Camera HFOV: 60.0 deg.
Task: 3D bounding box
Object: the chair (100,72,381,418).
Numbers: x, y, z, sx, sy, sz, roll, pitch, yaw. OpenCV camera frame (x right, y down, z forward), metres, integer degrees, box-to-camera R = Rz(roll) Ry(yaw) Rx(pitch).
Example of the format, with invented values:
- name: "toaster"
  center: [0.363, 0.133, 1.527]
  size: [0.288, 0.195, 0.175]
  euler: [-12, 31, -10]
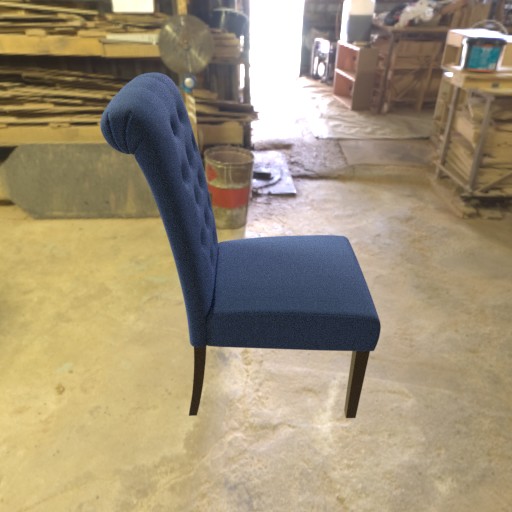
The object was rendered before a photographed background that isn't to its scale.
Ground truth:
- name: "chair"
  center: [0.000, 0.000, 1.340]
  size: [0.671, 1.006, 0.456]
  euler: [-1, 32, -1]
